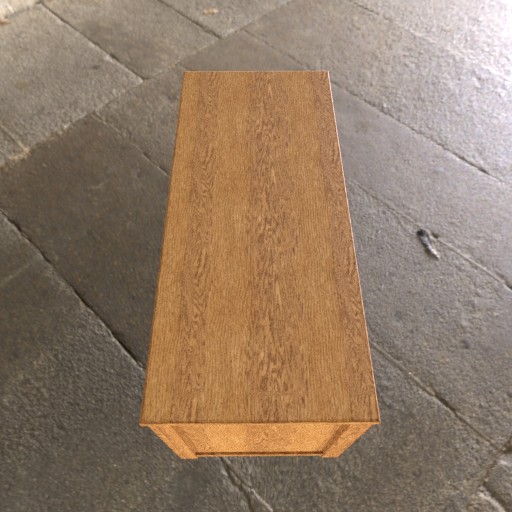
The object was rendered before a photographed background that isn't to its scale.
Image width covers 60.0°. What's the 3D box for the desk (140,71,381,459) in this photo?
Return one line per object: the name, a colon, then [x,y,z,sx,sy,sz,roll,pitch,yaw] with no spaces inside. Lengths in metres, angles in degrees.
desk: [0.000,0.000,1.968,0.685,0.751,1.567,0,58,0]
